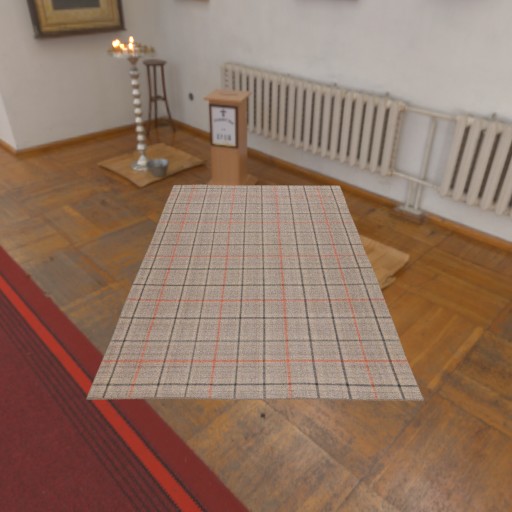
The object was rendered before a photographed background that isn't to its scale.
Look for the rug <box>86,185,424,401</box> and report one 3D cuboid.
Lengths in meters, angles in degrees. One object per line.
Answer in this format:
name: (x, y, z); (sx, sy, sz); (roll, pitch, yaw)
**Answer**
rug: (0.000, 0.000, 3.033); (1.524, 0.015, 2.439); (0, 32, 0)
